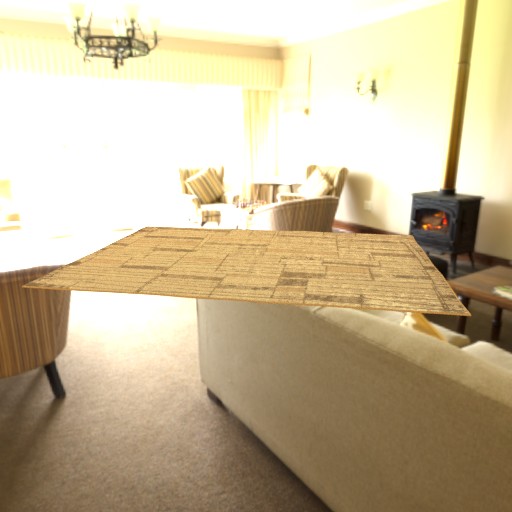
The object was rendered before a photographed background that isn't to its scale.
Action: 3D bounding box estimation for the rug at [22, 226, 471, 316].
[{"bbox_3d":[0.000,0.000,4.397,3.357,0.019,2.449,3,16,10],"label":"rug"}]
